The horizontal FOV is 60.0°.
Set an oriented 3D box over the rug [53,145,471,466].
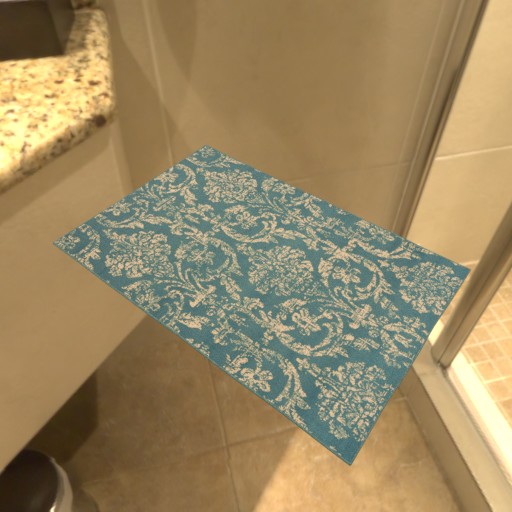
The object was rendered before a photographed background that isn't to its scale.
[{"bbox_3d":[0.000,0.000,2.318,1.833,0.012,1.211,30,54,25],"label":"rug"}]
